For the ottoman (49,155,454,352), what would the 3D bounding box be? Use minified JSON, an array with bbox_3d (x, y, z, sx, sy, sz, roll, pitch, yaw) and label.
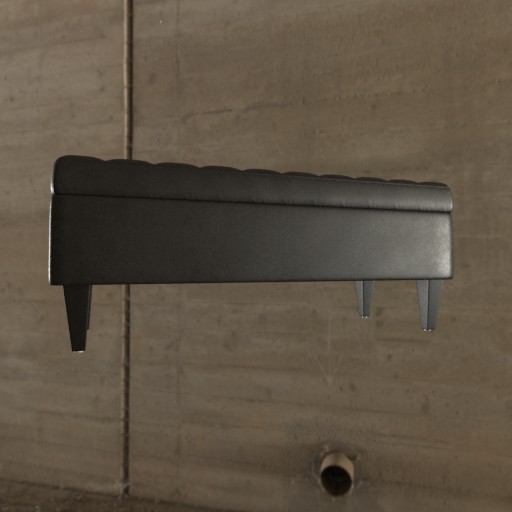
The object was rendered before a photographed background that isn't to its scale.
[{"bbox_3d":[0.000,0.000,1.400,1.151,0.469,0.482,0,-1,-19],"label":"ottoman"}]
